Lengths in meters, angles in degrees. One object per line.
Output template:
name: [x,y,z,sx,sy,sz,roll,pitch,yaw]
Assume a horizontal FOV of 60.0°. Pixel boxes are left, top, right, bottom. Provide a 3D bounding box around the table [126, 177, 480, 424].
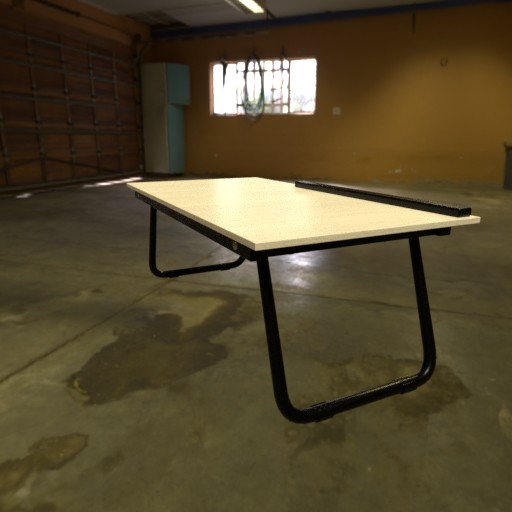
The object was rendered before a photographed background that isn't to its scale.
table: [0.000,0.000,0.803,0.322,0.242,0.644,-7,17,-26]
